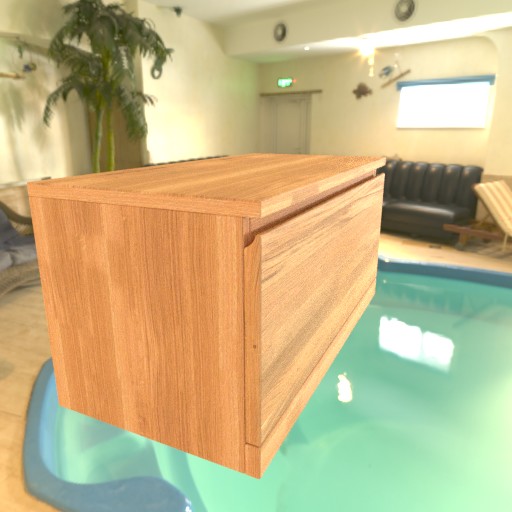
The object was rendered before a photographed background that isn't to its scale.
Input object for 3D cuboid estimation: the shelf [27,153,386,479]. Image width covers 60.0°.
[{"bbox_3d":[0.000,0.000,1.001,0.400,0.400,0.800,8,18,25],"label":"shelf"}]
